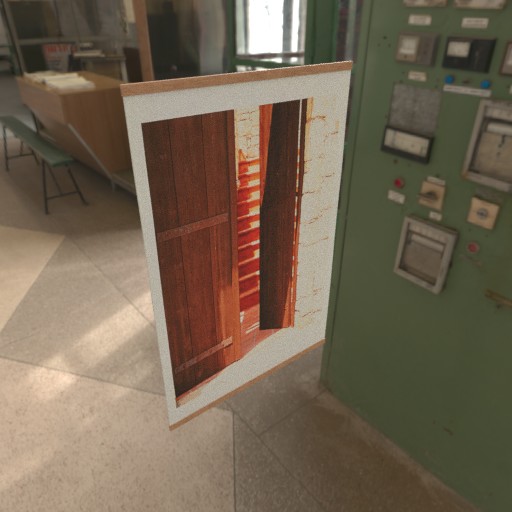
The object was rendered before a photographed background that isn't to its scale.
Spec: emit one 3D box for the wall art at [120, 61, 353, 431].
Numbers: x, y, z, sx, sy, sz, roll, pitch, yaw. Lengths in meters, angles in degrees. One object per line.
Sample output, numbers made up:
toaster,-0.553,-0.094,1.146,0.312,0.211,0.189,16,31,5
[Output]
wall art,0.000,0.000,1.963,1.019,1.527,0.019,-21,36,-32
